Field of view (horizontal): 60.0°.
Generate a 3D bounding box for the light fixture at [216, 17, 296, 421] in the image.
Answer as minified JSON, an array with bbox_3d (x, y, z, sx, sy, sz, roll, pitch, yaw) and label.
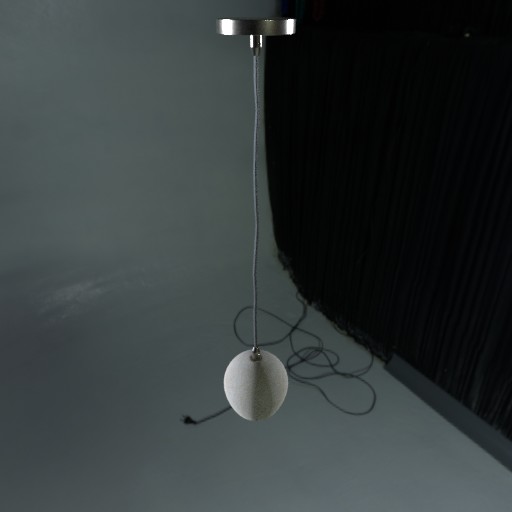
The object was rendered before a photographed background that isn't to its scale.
[{"bbox_3d":[0.000,0.000,0.808,0.139,0.764,0.139,-21,36,-32],"label":"light fixture"}]
